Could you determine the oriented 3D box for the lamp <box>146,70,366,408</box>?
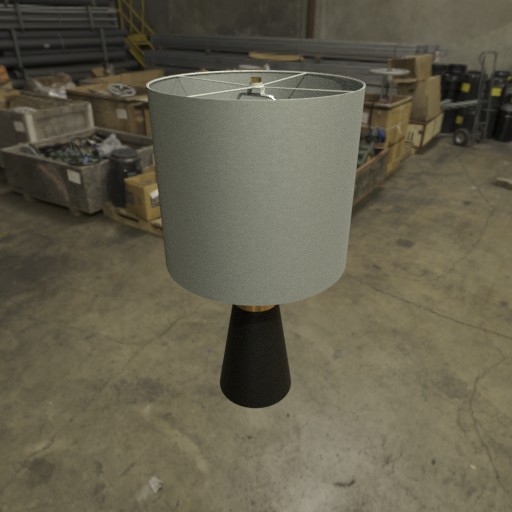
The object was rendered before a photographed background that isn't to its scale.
[{"bbox_3d":[0.000,0.000,0.772,0.308,0.580,0.308,18,33,29],"label":"lamp"}]
